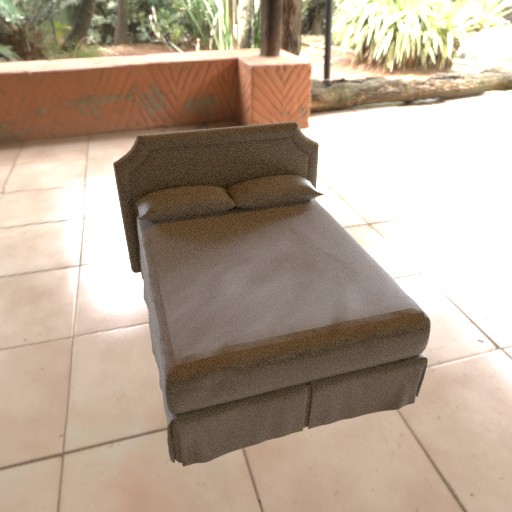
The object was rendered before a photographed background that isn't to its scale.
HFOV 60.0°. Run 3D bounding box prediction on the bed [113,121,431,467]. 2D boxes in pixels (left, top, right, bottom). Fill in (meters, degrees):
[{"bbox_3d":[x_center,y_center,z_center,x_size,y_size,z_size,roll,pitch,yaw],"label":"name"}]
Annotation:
[{"bbox_3d":[0.000,0.000,3.247,1.828,1.297,2.164,-9,34,-14],"label":"bed"}]
